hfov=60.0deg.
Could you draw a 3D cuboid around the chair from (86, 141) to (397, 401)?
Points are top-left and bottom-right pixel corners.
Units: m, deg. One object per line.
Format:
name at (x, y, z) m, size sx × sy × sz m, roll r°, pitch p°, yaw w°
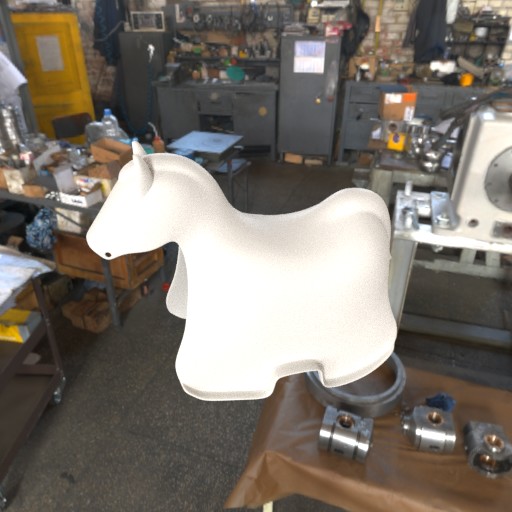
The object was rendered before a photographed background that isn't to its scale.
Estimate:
chair at (0.000, 0.000, 1.155) m, size 0.800 × 0.612 × 0.429 m, roll -7°, pitch 31°, yaw -13°
